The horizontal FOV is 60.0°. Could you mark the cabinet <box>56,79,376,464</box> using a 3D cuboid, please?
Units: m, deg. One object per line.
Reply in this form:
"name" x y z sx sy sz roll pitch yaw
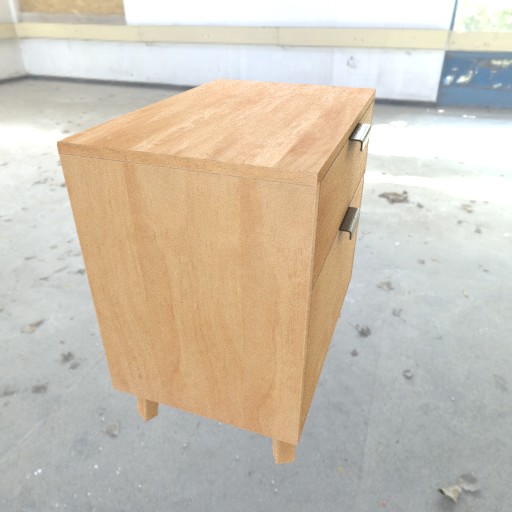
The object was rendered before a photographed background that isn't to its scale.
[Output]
"cabinet" 0.000 0.000 0.934 0.394 0.599 0.551 10 32 17
